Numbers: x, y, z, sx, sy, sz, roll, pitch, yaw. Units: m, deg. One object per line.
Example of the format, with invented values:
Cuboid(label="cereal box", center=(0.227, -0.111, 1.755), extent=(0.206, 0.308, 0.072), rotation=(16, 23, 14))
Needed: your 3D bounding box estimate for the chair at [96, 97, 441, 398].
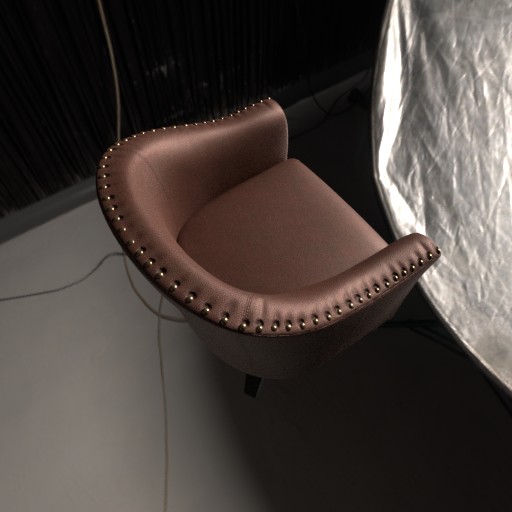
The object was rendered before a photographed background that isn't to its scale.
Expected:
Cuboid(label="chair", center=(0.000, 0.000, 1.435), extent=(0.748, 0.823, 0.794), rotation=(-31, 63, -18))
